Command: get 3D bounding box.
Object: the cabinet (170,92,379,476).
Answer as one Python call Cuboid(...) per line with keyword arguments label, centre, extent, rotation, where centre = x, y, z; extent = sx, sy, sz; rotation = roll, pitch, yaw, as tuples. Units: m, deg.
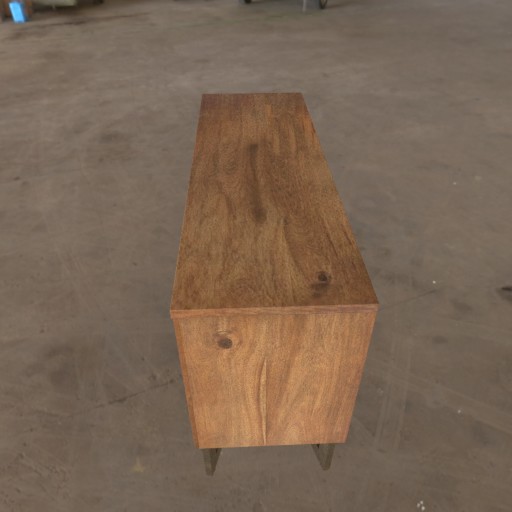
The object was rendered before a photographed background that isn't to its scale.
Cuboid(label="cabinet", centre=(0.000, 0.000, 1.749), extent=(0.480, 0.812, 1.373), rotation=(-2, 39, -2))
